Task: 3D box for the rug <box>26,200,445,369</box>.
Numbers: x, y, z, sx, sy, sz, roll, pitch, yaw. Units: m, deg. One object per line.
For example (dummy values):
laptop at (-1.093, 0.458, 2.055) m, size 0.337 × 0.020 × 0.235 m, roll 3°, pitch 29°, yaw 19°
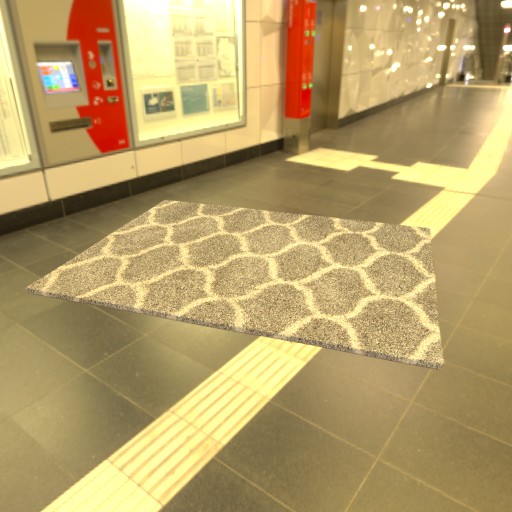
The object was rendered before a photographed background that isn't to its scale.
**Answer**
rug at (0.000, 0.000, 2.100) m, size 1.600 × 0.025 × 1.200 m, roll 8°, pitch 27°, yaw 16°
